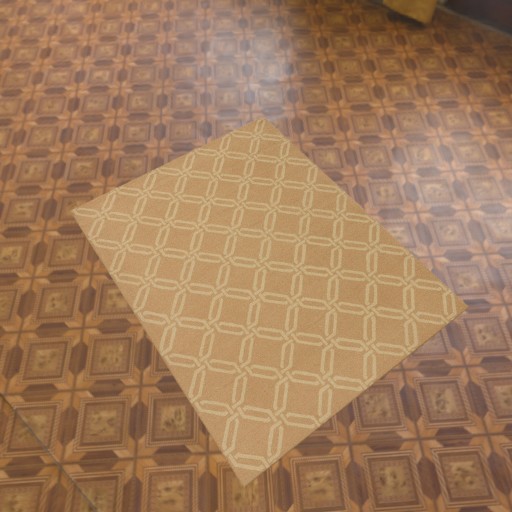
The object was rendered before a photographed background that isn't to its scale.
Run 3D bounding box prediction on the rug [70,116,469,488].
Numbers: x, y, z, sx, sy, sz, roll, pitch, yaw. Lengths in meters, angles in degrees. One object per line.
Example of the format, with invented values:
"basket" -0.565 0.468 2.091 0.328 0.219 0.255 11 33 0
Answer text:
"rug" 0.000 0.000 3.957 2.288 0.018 2.895 -31 63 -18
